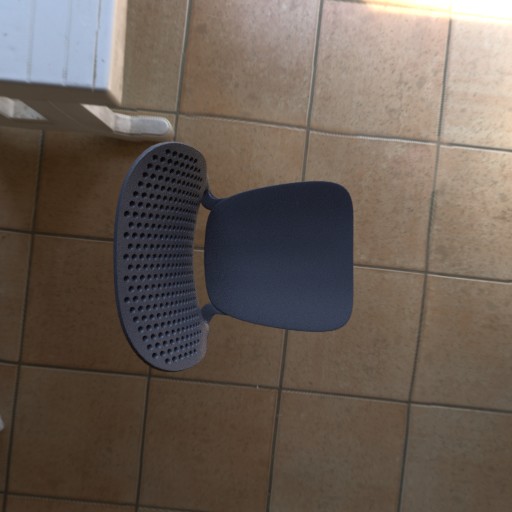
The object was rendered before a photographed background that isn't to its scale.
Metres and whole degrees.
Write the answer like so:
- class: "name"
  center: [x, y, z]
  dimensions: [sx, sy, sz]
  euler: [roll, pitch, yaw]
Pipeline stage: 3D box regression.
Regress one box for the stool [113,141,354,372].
- class: "stool"
  center: [0.000, 0.000, 1.336]
  dimensions: [0.535, 1.045, 0.536]
  euler: [0, 90, 0]
